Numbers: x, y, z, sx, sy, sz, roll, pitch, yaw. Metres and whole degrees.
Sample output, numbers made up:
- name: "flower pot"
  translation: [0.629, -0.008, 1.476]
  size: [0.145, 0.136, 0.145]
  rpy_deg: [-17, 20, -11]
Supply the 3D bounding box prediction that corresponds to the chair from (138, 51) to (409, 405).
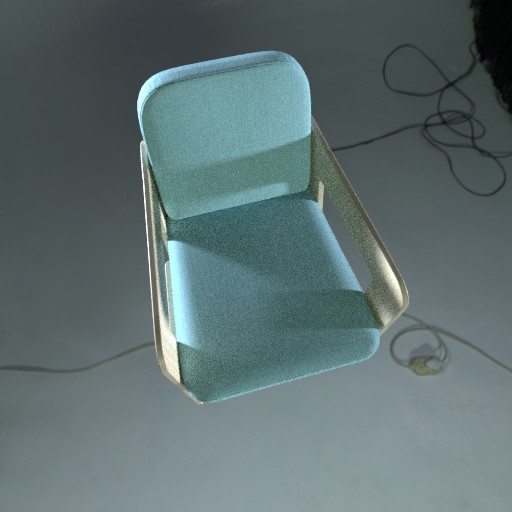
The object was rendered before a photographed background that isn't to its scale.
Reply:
- name: "chair"
  translation: [0.000, 0.000, 1.264]
  size: [0.590, 0.800, 0.710]
  rpy_deg: [-14, 65, -7]
